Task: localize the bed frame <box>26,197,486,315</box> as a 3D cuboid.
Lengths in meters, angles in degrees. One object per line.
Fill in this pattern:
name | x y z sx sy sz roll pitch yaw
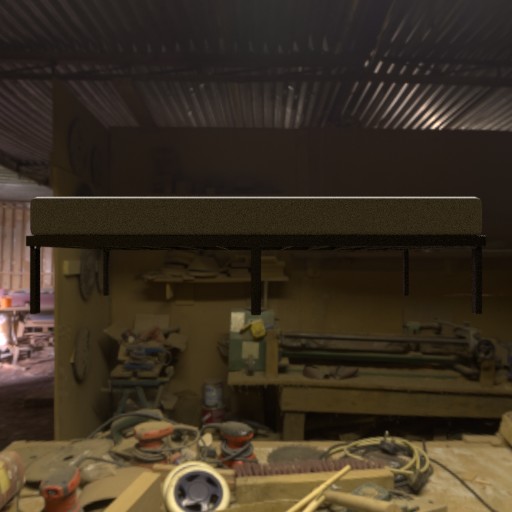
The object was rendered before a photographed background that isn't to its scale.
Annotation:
bed frame | 0.000 0.000 3.216 2.635 0.680 1.393 0 0 0
